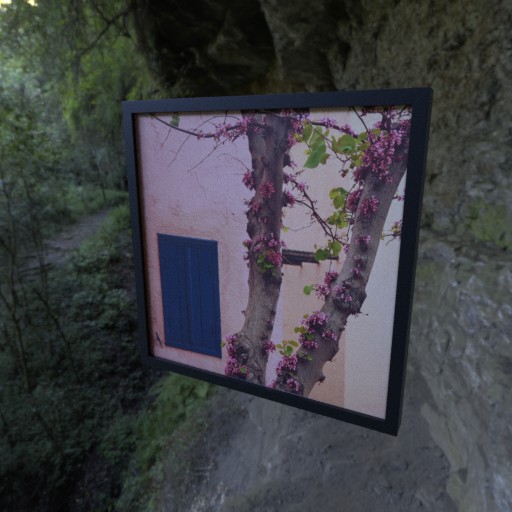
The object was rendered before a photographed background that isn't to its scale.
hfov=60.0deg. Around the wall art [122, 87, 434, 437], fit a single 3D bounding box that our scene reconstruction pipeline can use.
[{"bbox_3d":[0.000,0.000,0.747,0.508,0.508,0.038,8,17,26],"label":"wall art"}]
